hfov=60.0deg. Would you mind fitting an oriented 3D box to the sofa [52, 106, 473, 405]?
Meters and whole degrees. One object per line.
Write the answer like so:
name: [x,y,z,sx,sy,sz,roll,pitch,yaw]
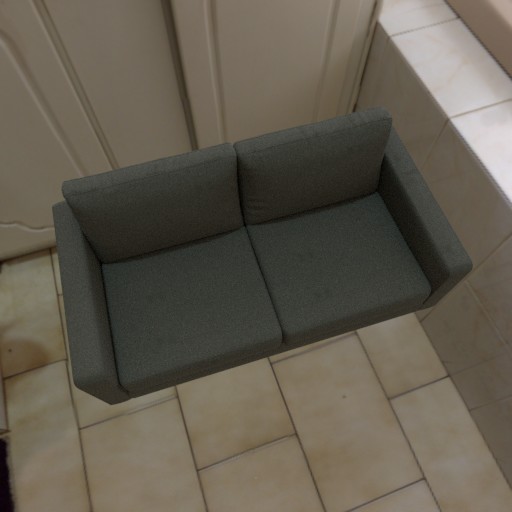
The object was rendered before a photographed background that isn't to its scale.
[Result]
sofa: [0.000,0.000,2.177,1.730,0.897,0.889,-15,64,-8]
